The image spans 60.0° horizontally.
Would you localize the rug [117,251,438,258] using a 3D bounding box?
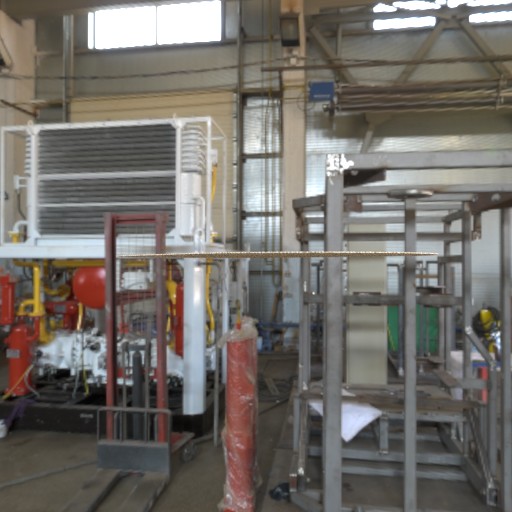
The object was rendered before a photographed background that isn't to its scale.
[{"bbox_3d":[0.000,0.000,3.031,1.520,0.006,2.432,1,-1,-37],"label":"rug"}]
